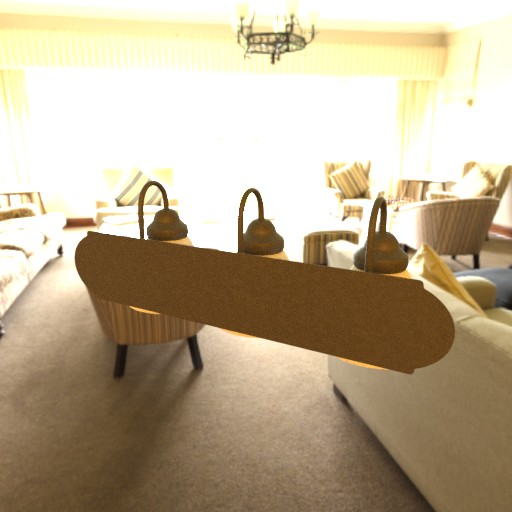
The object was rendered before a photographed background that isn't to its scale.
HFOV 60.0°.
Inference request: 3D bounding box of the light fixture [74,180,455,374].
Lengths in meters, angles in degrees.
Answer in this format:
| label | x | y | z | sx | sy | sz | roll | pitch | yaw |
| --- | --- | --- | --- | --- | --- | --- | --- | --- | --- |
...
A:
| label | x | y | z | sx | sy | sz | roll | pitch | yaw |
| --- | --- | --- | --- | --- | --- | --- | --- | --- | --- |
| light fixture | 0.000 | 0.000 | 0.710 | 0.610 | 0.222 | 0.199 | 9 | 18 | 27 |
